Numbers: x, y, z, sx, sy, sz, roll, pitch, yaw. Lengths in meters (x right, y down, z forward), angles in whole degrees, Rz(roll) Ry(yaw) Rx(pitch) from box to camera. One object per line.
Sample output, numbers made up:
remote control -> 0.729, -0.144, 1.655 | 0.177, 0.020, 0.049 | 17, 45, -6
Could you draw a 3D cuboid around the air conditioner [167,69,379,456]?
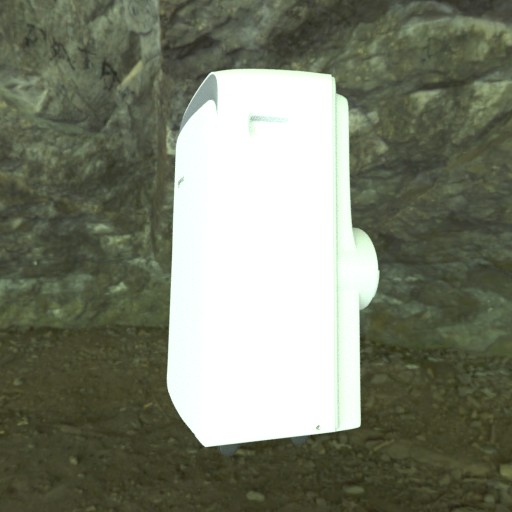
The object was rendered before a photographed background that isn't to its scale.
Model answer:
air conditioner -> 0.000, 0.000, 0.979 | 0.365, 0.700, 0.454 | 0, 0, -19
